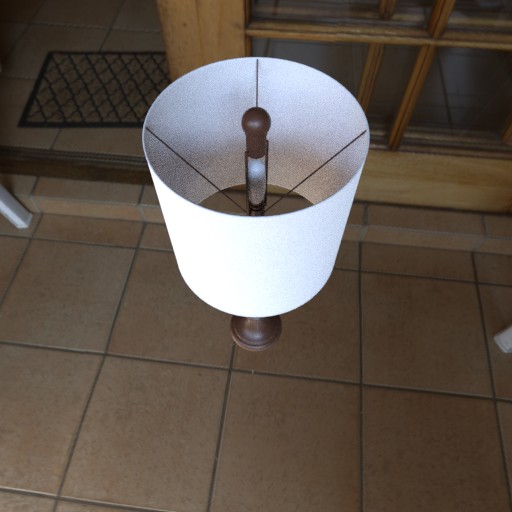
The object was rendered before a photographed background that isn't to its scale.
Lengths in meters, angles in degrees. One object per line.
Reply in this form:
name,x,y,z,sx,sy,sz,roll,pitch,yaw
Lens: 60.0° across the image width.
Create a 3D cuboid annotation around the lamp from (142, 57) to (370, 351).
lamp,0.000,0.000,0.728,0.250,0.597,0.250,1,59,0
